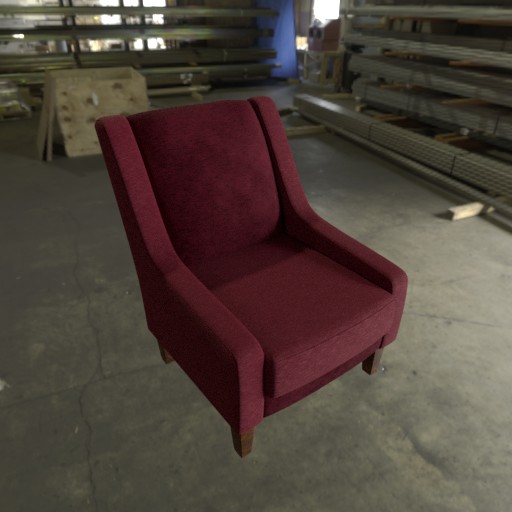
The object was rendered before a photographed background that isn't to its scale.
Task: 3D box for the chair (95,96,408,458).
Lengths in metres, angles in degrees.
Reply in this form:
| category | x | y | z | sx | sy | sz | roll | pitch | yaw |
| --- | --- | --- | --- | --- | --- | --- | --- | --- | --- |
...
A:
| category | x | y | z | sx | sy | sz | roll | pitch | yaw |
| --- | --- | --- | --- | --- | --- | --- | --- | --- | --- |
| chair | 0.000 | 0.000 | 1.740 | 0.793 | 1.017 | 0.985 | -20 | 35 | -31 |
